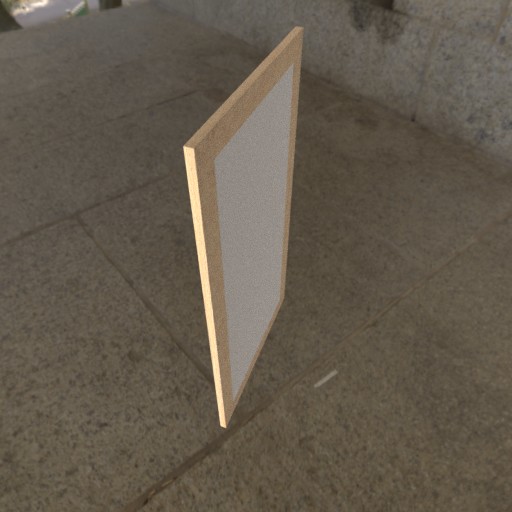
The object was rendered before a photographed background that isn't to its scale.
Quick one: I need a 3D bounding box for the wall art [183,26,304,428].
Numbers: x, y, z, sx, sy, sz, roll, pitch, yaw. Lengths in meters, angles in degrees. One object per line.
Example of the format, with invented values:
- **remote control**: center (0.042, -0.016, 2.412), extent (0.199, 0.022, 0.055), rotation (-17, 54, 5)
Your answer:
- **wall art**: center (0.000, 0.000, 0.827), extent (0.013, 0.683, 0.381), rotation (16, 48, 15)
